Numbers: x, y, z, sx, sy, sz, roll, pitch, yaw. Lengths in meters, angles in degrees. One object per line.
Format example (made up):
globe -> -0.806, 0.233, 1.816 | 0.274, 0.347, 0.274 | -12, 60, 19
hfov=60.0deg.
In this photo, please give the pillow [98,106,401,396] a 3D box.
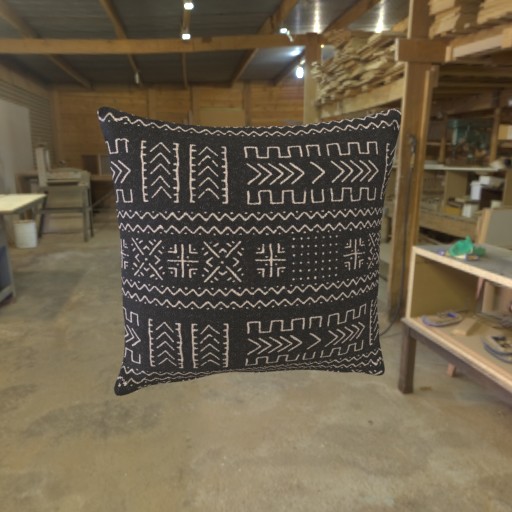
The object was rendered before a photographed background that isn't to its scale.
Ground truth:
pillow -> 0.000, 0.000, 0.667 | 0.438, 0.430, 0.164 | -2, 14, -10
